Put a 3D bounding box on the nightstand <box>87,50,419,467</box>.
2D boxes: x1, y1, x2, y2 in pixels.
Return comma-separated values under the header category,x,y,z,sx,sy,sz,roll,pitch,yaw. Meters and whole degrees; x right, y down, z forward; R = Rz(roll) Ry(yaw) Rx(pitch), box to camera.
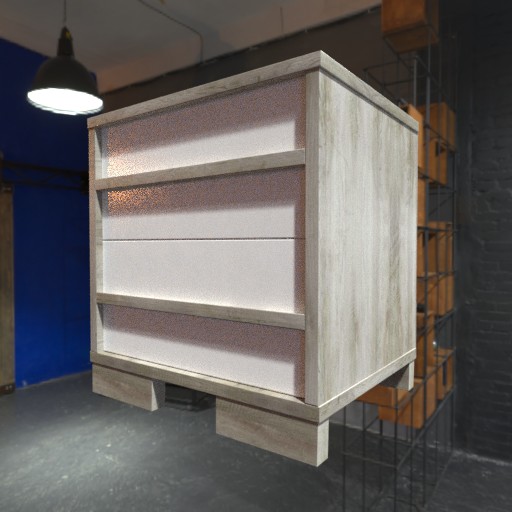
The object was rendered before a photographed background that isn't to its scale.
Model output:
category,x,y,z,sx,sy,sz,roll,pitch,yaw
nightstand,0.000,0.000,0.739,0.427,0.448,0.347,1,2,36
